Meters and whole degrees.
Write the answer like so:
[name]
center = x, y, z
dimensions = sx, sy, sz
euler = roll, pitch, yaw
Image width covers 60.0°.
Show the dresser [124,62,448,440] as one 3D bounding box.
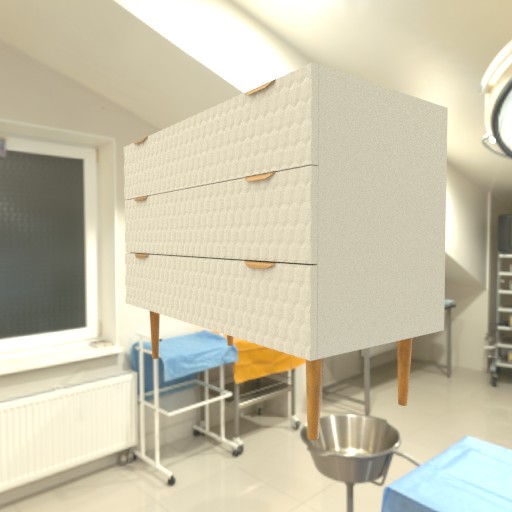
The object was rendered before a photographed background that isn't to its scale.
[dresser]
center = 0.000, 0.000, 1.289
dimensions = 0.457, 0.721, 0.905
euler = -2, 3, -37
